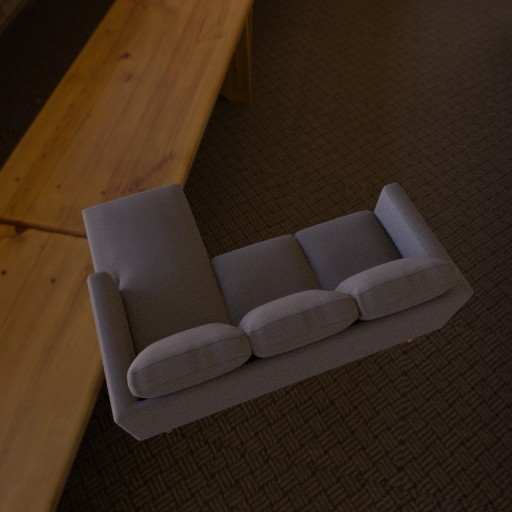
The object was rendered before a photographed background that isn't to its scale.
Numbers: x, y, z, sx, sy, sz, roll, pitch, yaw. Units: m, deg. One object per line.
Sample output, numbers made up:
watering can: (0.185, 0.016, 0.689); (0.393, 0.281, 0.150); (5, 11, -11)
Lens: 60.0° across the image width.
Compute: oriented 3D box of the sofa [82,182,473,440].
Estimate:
sofa: (0.000, 0.000, 2.889); (2.031, 0.897, 1.591); (-17, 60, -10)
